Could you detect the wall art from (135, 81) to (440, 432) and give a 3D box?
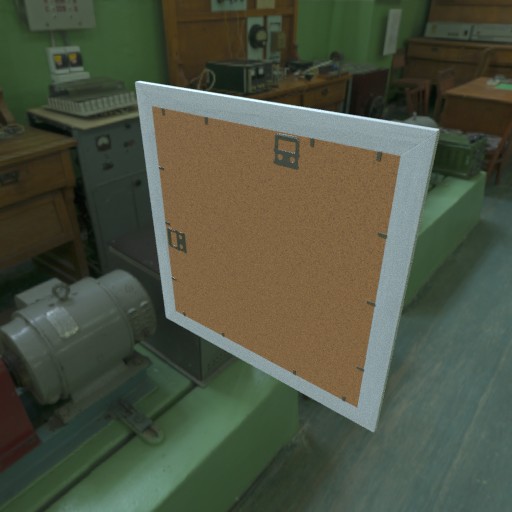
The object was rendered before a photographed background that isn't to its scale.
[{"bbox_3d":[0.000,0.000,0.865,0.584,0.584,0.013,21,37,31],"label":"wall art"}]
